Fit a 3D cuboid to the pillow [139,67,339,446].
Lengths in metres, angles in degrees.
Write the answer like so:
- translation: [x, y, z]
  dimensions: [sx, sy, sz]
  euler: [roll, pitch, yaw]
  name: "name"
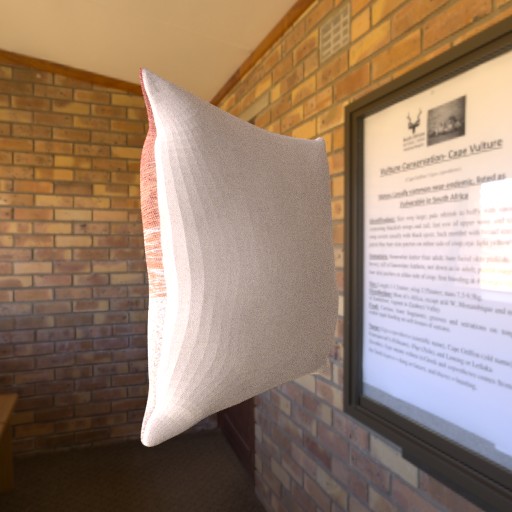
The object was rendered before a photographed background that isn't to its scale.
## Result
- translation: [0.000, 0.000, 0.673]
  dimensions: [0.182, 0.441, 0.440]
  euler: [0, 1, 37]
  name: "pillow"
